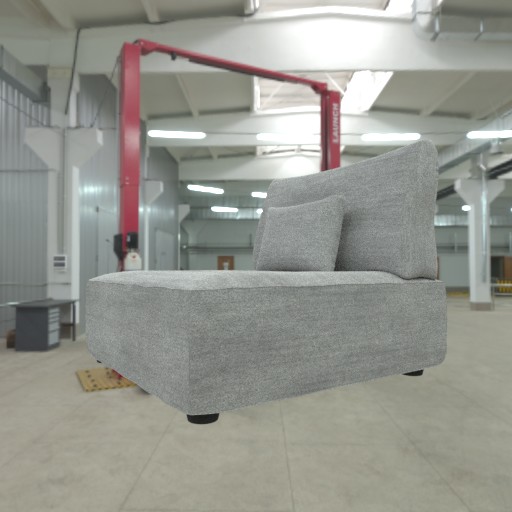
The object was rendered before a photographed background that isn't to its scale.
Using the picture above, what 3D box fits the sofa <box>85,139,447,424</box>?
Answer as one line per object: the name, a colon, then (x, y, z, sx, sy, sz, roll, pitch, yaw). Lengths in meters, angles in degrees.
sofa: (0.000, 0.000, 1.661, 1.000, 0.820, 0.930, 1, -2, -35)
